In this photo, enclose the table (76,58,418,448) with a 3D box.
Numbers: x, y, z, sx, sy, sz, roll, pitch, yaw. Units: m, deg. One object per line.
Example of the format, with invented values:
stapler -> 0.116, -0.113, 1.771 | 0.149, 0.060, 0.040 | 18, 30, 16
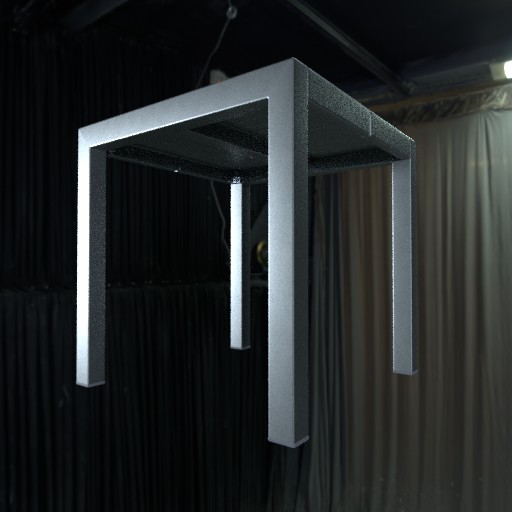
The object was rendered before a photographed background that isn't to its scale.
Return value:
table -> 0.000, 0.000, 0.928 | 0.508, 0.508, 0.508 | -1, -1, 37
